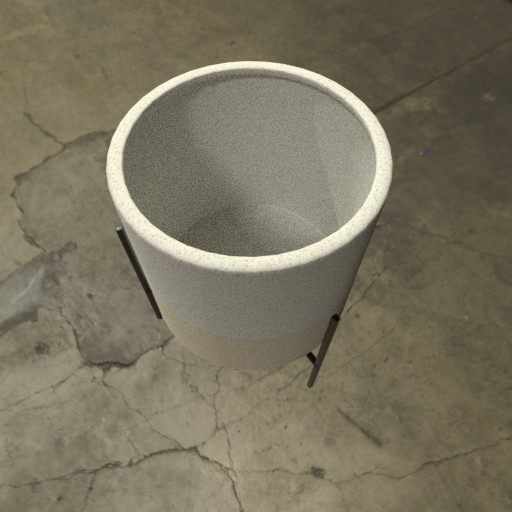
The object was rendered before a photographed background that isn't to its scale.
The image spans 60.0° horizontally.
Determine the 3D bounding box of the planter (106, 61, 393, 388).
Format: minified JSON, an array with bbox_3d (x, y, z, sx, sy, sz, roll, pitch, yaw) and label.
[{"bbox_3d":[0.000,0.000,0.657,0.313,0.423,0.335,-31,64,-18],"label":"planter"}]
